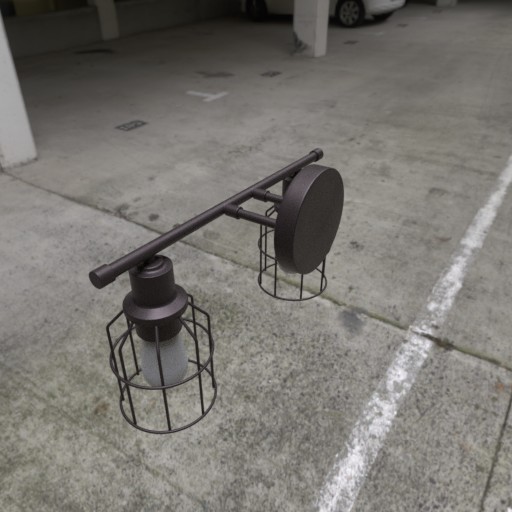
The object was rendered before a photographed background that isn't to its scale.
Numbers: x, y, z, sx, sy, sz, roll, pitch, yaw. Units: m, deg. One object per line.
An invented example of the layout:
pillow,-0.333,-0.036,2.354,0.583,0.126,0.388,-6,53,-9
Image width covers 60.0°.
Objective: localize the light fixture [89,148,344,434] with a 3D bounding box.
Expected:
light fixture,0.000,0.000,0.543,0.165,0.254,0.406,20,36,29
